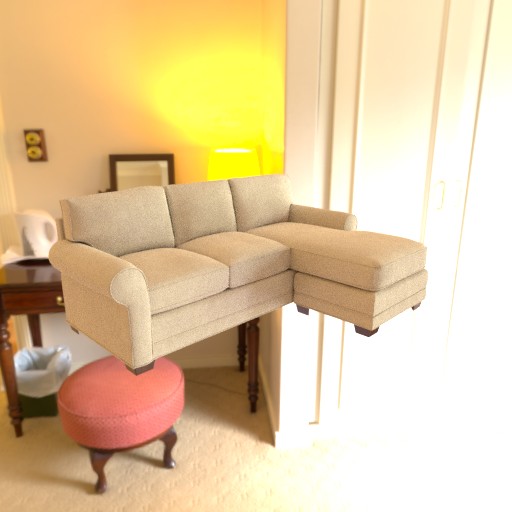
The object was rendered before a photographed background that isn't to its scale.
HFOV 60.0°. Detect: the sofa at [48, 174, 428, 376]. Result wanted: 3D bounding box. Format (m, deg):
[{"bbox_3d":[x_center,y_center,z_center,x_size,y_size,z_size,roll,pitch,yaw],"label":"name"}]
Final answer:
[{"bbox_3d":[0.000,0.000,2.395,1.226,0.734,1.770,15,22,43],"label":"sofa"}]
